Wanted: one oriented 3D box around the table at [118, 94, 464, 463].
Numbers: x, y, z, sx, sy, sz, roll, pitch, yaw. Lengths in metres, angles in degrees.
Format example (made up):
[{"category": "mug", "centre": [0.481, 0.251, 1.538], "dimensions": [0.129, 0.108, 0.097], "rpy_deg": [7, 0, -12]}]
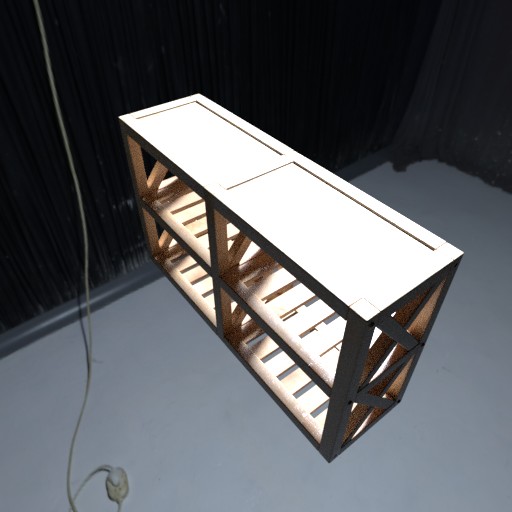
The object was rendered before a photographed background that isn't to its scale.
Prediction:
[{"category": "table", "centre": [0.000, 0.000, 1.720], "dimensions": [0.381, 0.762, 1.320], "rpy_deg": [-27, 49, -27]}]
